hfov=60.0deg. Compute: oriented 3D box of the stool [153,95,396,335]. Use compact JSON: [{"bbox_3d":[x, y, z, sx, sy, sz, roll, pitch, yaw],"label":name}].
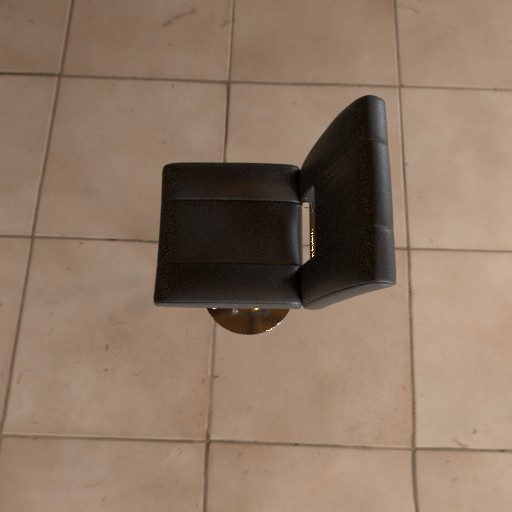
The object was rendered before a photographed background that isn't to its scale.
[{"bbox_3d":[0.000,0.000,1.387,0.520,1.151,0.415,1,76,0],"label":"stool"}]
